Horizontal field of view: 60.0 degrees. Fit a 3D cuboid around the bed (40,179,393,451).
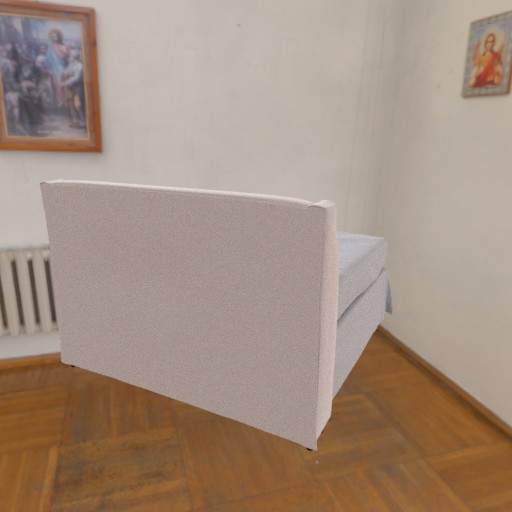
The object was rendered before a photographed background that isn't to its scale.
[{"bbox_3d":[0.000,0.000,3.484,1.925,1.332,2.276,9,18,27],"label":"bed"}]
